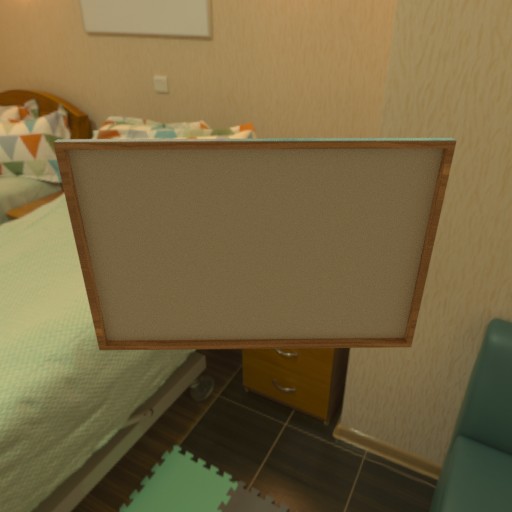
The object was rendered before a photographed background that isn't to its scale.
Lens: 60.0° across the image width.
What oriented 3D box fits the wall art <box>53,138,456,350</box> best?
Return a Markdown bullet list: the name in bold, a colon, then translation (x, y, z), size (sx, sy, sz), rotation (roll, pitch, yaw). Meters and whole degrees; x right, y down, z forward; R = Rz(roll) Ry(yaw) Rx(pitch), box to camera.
- **wall art**: translation (0.000, 0.000, 0.768), size (0.604, 0.402, 0.018), rotation (0, 29, -1)
